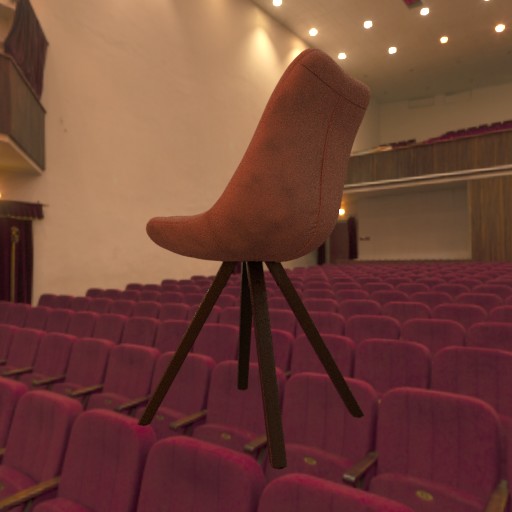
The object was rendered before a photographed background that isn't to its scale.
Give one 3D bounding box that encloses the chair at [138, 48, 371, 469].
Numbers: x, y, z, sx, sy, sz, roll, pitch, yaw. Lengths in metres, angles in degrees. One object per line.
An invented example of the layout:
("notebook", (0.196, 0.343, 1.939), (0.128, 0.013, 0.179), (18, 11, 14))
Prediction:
("chair", (0.000, 0.000, 1.178), (0.547, 0.865, 0.483), (-1, -1, 37))
